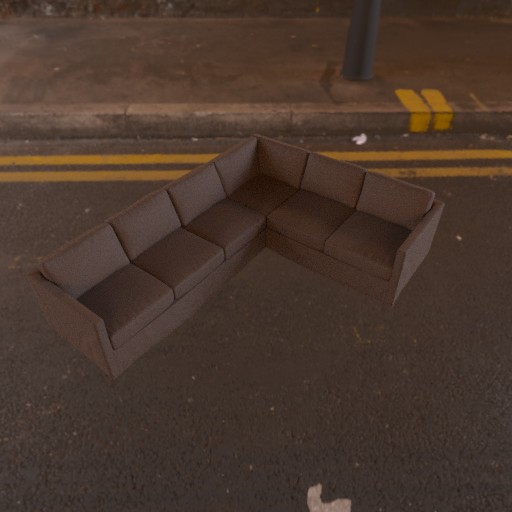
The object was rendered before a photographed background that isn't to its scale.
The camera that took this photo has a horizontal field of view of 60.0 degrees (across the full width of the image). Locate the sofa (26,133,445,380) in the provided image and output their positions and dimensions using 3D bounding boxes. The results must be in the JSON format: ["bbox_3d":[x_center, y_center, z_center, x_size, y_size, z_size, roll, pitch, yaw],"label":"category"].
[{"bbox_3d":[0.000,0.000,4.242,2.432,0.871,3.182,26,47,27],"label":"sofa"}]
